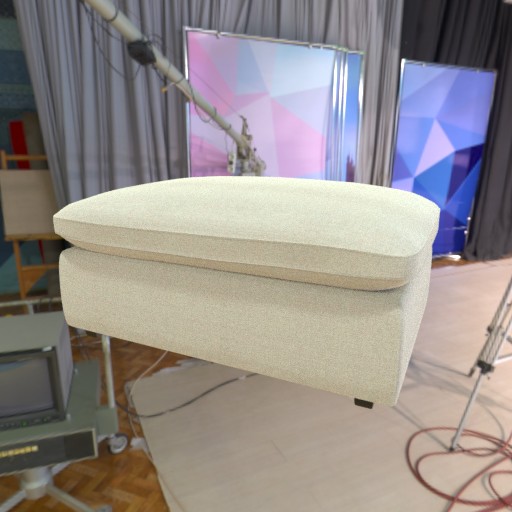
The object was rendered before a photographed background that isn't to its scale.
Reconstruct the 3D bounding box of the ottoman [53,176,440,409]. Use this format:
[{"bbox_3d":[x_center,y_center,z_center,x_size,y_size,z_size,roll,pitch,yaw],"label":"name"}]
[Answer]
[{"bbox_3d":[0.000,0.000,1.344,0.984,0.453,0.686,7,17,25],"label":"ottoman"}]
